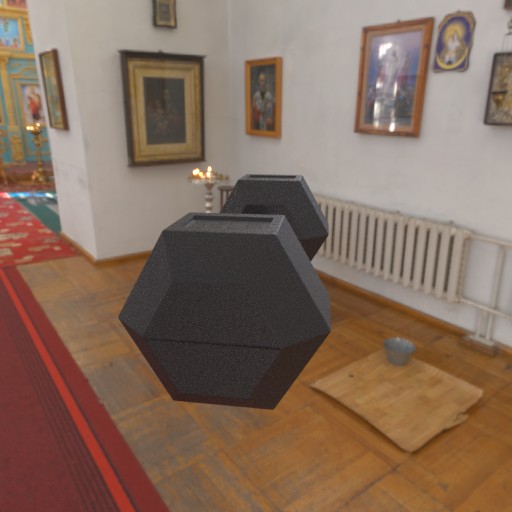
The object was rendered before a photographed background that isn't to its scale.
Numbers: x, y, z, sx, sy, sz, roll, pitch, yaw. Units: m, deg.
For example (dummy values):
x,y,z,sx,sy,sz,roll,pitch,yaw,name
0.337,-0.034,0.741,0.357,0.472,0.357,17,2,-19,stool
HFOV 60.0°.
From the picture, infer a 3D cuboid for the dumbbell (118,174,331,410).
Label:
x,y,z,sx,sy,sz,roll,pitch,yaw,name
0.000,0.000,0.432,0.141,0.123,0.356,3,17,8,dumbbell
